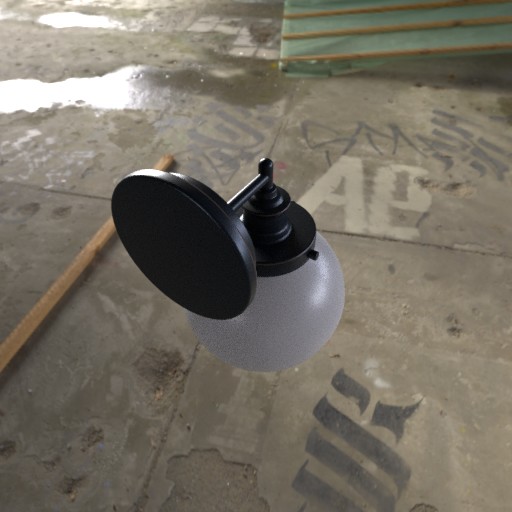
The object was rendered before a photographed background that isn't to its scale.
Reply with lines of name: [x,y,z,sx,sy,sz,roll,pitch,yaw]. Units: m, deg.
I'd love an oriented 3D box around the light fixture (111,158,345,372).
light fixture: [0.000,0.000,0.484,0.197,0.332,0.230,25,50,23]
